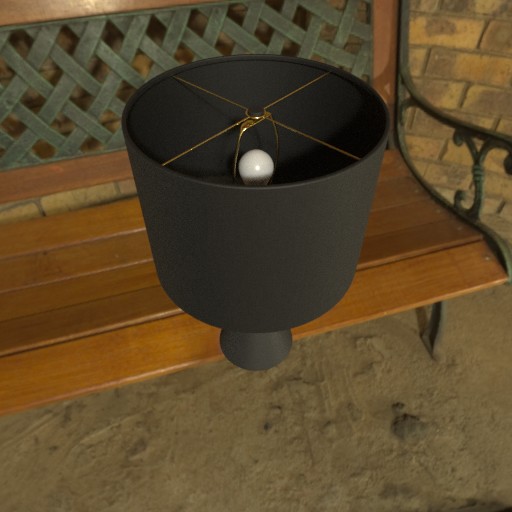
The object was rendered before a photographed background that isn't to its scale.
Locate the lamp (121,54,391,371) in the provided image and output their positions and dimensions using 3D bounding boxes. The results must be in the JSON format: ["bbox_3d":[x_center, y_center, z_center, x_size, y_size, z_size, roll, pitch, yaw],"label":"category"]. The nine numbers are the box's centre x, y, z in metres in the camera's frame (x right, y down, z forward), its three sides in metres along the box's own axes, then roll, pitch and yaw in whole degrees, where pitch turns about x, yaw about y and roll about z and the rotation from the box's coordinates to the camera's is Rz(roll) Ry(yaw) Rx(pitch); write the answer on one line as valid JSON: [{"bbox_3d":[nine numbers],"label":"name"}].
[{"bbox_3d":[0.000,0.000,0.812,0.359,0.584,0.359,33,54,28],"label":"lamp"}]
